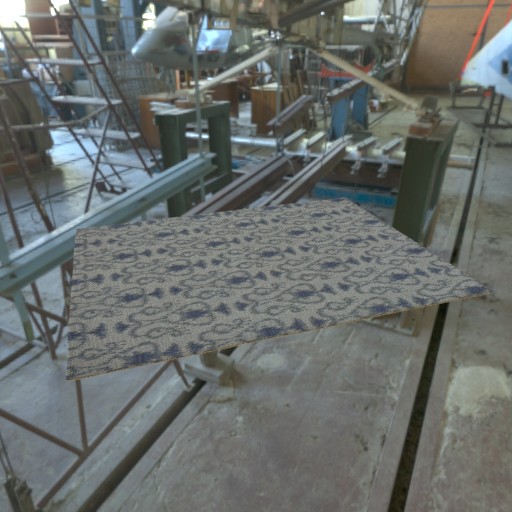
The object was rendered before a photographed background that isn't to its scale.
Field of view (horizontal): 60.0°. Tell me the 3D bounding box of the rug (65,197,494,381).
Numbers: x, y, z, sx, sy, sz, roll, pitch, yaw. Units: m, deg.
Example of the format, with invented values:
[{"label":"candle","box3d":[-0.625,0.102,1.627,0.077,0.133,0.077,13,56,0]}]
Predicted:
[{"label":"rug","box3d":[0.000,0.000,4.106,3.205,0.015,2.437,-9,28,-17]}]
